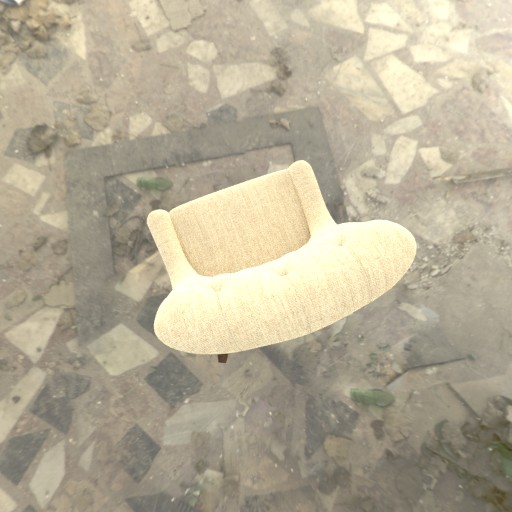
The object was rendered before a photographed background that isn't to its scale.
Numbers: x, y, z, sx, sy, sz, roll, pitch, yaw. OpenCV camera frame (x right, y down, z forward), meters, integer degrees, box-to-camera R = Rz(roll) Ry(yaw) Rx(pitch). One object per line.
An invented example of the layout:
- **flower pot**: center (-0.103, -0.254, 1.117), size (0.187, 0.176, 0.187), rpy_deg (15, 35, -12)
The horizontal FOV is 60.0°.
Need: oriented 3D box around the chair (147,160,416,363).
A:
- **chair**: center (0.000, 0.000, 1.473), size (0.634, 1.091, 0.629), rpy_deg (-20, 76, -5)
